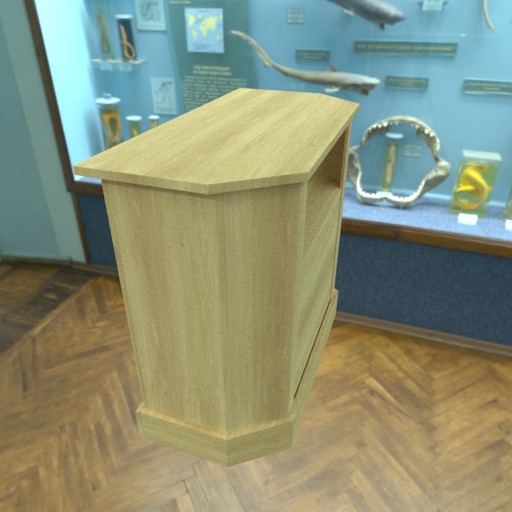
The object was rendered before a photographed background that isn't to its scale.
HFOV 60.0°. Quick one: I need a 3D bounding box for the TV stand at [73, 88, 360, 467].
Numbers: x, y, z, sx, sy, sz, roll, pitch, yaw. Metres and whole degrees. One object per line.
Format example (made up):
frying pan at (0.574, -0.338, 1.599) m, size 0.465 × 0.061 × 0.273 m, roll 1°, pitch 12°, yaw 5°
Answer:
TV stand at (0.000, 0.000, 1.313) m, size 0.425 × 0.781 × 0.851 m, roll 10°, pitch 32°, yaw 17°
